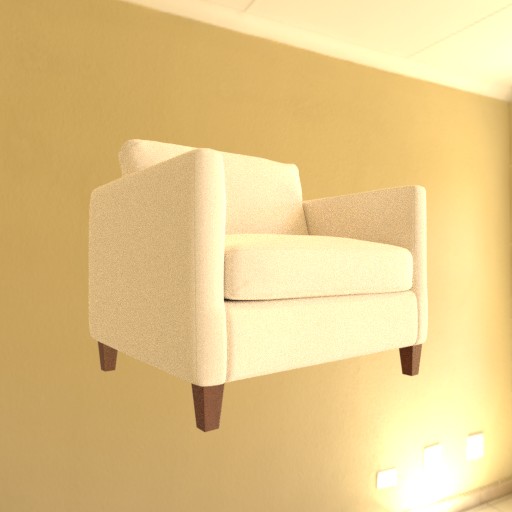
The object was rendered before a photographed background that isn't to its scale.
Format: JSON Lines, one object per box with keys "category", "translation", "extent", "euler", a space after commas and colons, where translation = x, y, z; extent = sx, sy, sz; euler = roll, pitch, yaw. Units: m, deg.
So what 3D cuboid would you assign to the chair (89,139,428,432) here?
{"category": "chair", "translation": [0.000, 0.000, 1.688], "extent": [1.019, 0.885, 0.878], "euler": [0, -1, -37]}
